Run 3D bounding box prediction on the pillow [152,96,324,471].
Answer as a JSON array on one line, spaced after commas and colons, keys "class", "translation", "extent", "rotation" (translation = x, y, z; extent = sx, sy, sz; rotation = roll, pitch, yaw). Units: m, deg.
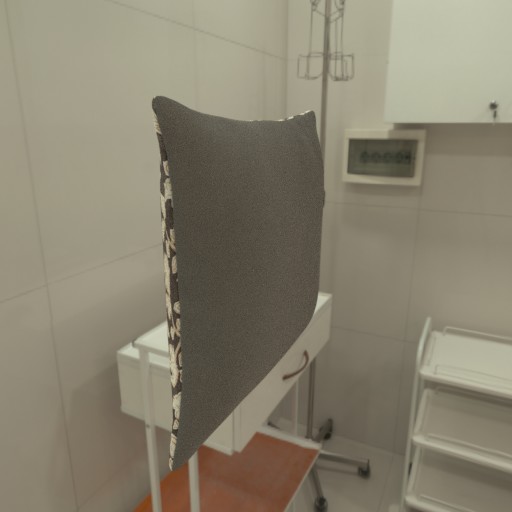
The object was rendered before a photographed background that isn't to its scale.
[{"class": "pillow", "translation": [0.000, 0.000, 0.785], "extent": [0.166, 0.507, 0.526], "rotation": [8, 18, 25]}]
